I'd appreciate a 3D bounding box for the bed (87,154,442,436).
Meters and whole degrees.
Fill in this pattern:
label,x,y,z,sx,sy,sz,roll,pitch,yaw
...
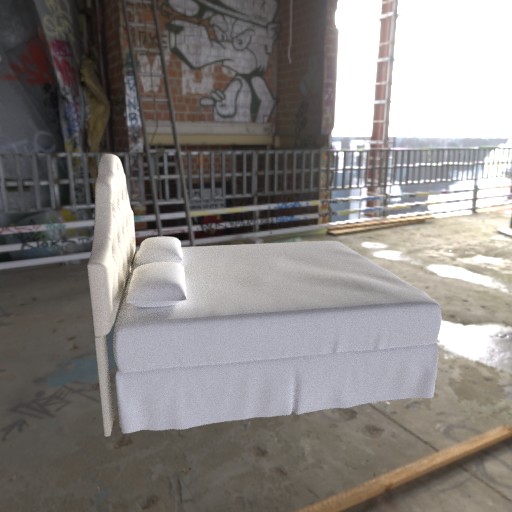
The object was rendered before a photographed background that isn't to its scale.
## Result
label,x,y,z,sx,sy,sz,roll,pitch,yaw
bed,0.000,0.000,3.563,2.214,1.615,2.008,-3,15,-10
